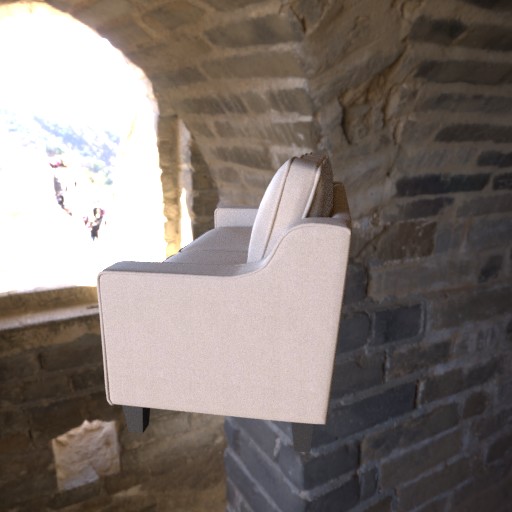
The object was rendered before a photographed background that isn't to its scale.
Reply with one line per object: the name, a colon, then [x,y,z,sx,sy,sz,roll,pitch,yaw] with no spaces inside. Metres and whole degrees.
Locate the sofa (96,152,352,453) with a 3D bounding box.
sofa: [0.000,0.000,3.466,1.351,1.562,2.587,2,14,10]
